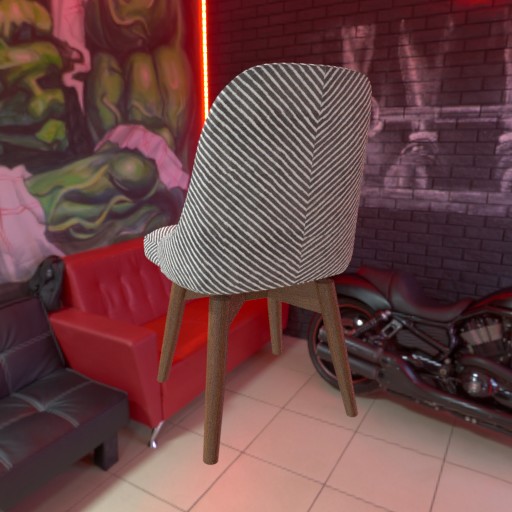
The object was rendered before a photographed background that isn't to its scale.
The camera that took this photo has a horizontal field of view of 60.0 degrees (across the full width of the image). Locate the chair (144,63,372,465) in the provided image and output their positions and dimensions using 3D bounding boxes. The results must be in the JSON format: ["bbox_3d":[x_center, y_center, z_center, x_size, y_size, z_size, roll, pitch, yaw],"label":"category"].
[{"bbox_3d":[0.000,0.000,1.207,0.504,0.883,0.591,-7,16,-26],"label":"chair"}]
